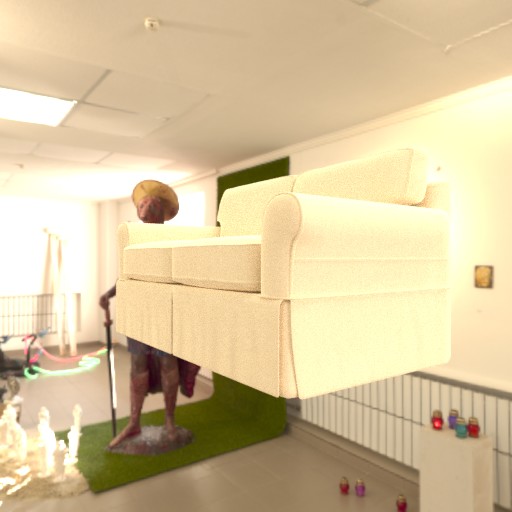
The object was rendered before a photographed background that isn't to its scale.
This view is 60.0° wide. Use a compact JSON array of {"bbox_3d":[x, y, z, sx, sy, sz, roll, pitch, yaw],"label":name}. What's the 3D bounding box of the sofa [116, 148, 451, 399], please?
[{"bbox_3d":[0.000,0.000,2.336,0.991,0.940,1.727,0,0,-36],"label":"sofa"}]
